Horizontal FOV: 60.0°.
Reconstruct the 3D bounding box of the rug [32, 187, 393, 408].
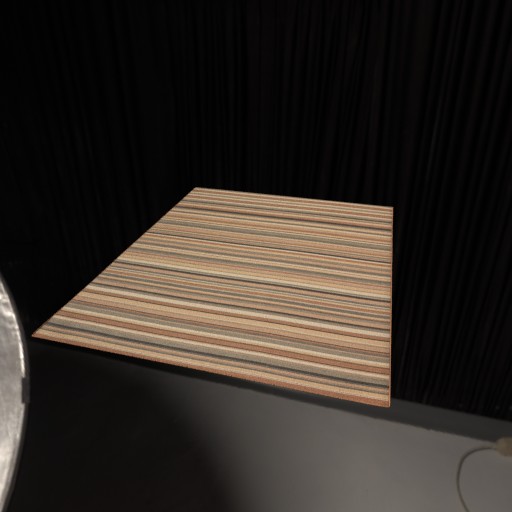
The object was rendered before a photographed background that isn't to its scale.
[{"bbox_3d":[0.000,0.000,4.103,2.436,0.011,3.045,8,30,13],"label":"rug"}]
